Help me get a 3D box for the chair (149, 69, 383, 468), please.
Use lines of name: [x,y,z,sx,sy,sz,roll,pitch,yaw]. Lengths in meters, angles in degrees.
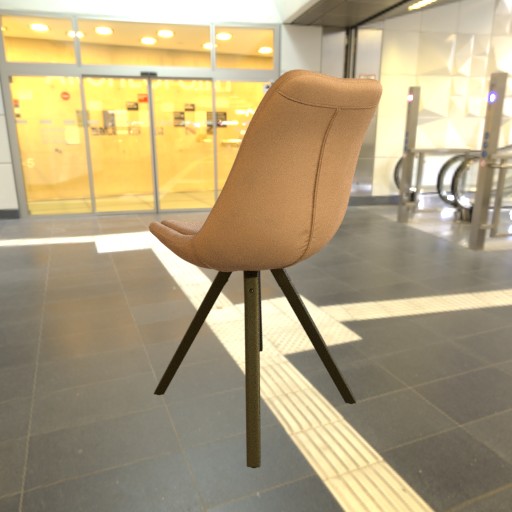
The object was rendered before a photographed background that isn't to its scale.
chair: [0.000,0.000,1.190,0.483,0.865,0.547,-14,21,-40]
